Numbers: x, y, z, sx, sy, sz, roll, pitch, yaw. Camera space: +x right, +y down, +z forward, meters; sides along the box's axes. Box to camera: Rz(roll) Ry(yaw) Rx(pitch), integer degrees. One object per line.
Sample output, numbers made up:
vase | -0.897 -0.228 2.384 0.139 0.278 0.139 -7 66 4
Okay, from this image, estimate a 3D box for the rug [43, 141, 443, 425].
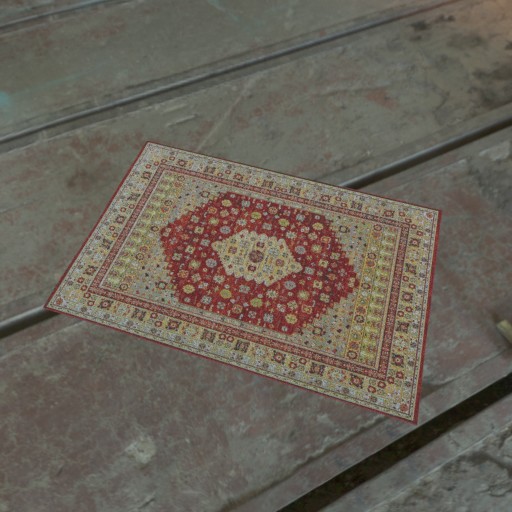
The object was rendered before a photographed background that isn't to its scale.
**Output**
rug | 0.000 0.000 2.310 1.802 0.013 1.194 15 59 9
